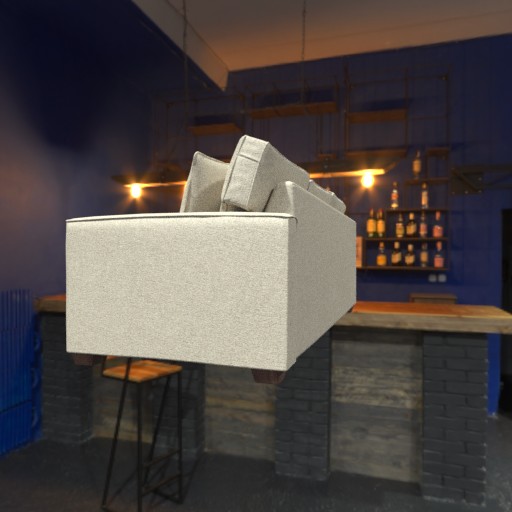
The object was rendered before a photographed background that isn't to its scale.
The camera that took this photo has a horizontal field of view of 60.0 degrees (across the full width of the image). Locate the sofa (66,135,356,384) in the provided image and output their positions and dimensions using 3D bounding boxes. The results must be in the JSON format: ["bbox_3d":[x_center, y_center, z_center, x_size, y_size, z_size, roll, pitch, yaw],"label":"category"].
[{"bbox_3d":[0.000,0.000,2.854,1.053,0.948,2.323,0,0,19],"label":"sofa"}]
